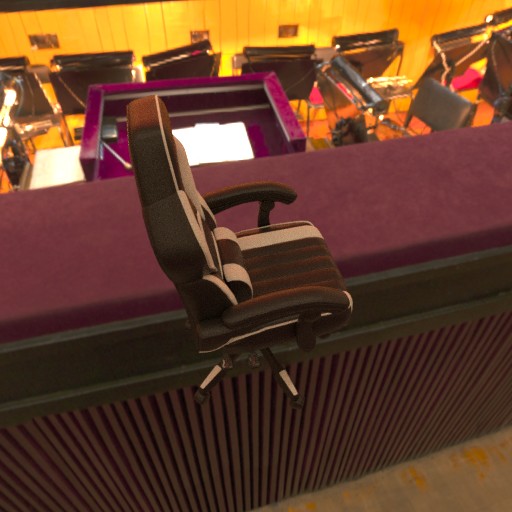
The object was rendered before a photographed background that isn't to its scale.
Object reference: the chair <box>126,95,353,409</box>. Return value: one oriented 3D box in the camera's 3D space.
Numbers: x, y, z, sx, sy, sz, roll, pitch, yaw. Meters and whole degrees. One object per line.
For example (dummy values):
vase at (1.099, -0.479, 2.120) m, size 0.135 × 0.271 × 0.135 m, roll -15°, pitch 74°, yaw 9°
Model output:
chair at (0.000, 0.000, 1.611) m, size 0.700 × 1.200 × 0.676 m, roll -10°, pitch 46°, yaw -9°
